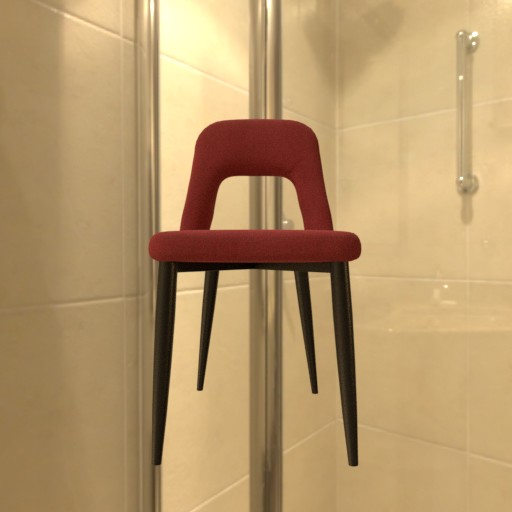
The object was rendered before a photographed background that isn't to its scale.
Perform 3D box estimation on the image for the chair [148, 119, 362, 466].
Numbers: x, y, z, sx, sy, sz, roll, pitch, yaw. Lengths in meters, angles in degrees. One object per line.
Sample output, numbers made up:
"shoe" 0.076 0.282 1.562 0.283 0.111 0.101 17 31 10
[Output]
"chair" 0.000 0.000 1.204 0.483 0.892 0.569 0 1 1
